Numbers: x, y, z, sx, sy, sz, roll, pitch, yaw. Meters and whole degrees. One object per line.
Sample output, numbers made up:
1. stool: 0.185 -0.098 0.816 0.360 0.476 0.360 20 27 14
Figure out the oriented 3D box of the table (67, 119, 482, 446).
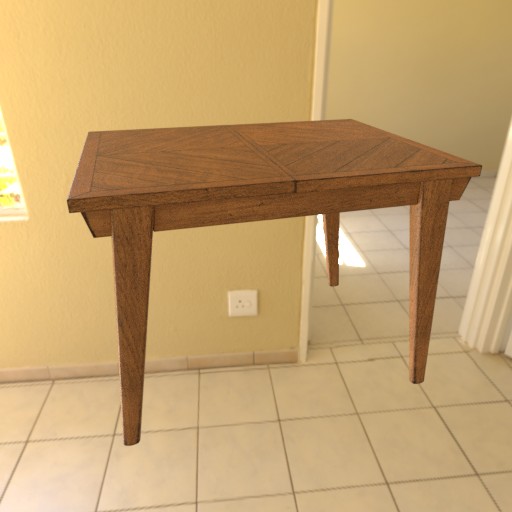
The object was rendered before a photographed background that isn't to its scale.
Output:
1. table: 0.000 0.000 1.539 1.027 0.760 0.757 -7 27 -14
